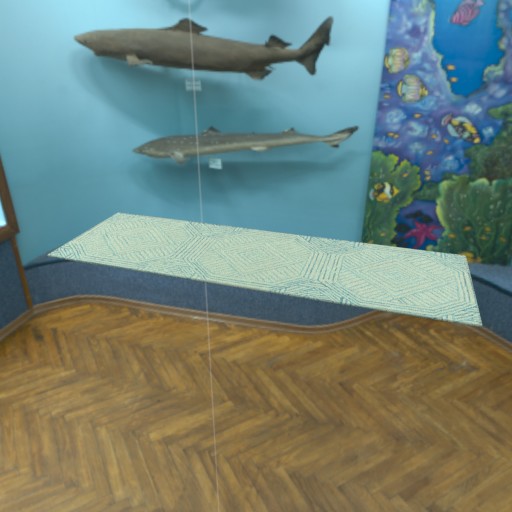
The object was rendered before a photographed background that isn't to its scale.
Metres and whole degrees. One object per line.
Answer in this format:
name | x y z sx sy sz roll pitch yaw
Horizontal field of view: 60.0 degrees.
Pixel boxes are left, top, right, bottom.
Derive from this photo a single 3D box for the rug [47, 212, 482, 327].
rug | 0.000 0.000 2.719 2.452 0.012 0.775 8 28 16
